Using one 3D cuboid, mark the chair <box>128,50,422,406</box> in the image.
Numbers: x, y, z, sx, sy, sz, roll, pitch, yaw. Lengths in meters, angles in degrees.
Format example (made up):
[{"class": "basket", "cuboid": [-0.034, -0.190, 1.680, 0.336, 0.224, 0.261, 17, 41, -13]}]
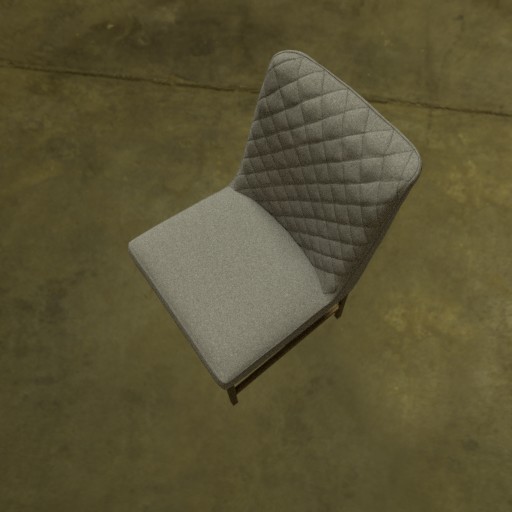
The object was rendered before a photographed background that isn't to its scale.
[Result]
[{"class": "chair", "cuboid": [0.000, 0.000, 1.282, 0.587, 0.889, 0.508, -33, 68, -15]}]
